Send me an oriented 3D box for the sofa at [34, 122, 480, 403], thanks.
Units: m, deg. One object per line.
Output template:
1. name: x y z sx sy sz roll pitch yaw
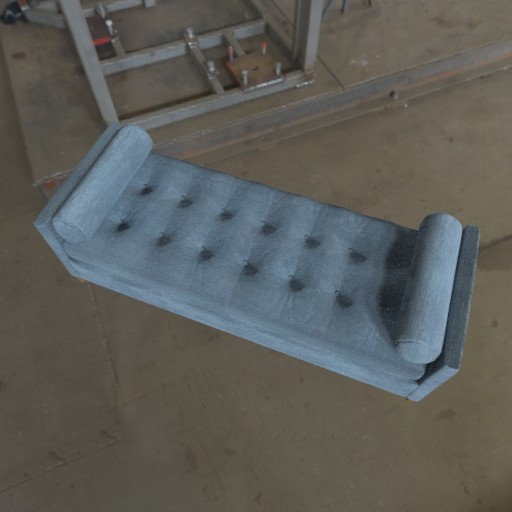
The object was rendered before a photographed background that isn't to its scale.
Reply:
1. sofa: 0.000 0.000 2.434 2.102 0.705 0.796 18 61 11
